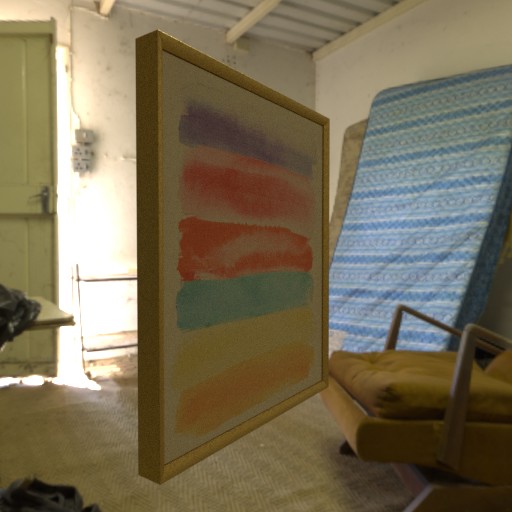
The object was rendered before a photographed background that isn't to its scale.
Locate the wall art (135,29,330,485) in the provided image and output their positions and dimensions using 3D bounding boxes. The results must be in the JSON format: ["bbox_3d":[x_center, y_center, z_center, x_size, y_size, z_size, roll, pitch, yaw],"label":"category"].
[{"bbox_3d":[0.000,0.000,0.855,0.048,0.642,0.537,1,2,36],"label":"wall art"}]
